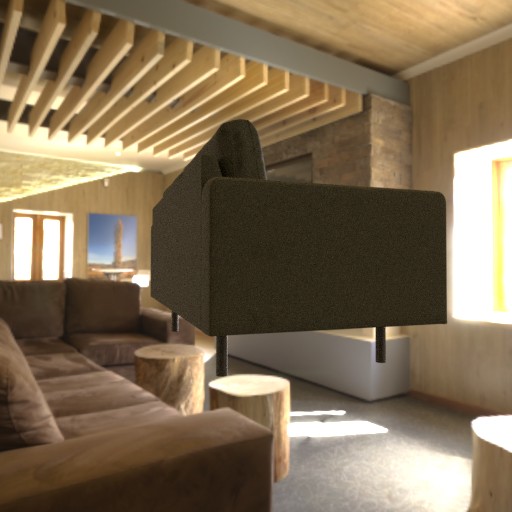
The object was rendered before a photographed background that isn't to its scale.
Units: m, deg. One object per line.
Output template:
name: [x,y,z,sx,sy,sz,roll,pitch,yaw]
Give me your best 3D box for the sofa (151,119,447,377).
sofa: [0.000,0.000,2.268,0.889,0.897,1.730,0,-1,-19]
